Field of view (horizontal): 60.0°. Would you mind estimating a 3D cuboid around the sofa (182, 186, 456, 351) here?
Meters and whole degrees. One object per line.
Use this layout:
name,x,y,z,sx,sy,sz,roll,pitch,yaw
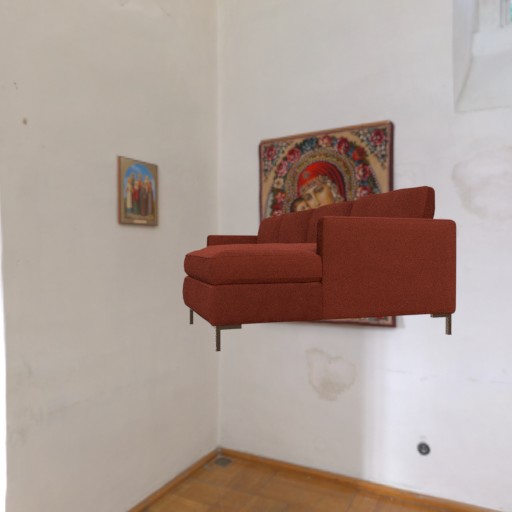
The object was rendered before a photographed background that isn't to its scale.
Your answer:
sofa,0.000,0.000,3.516,1.350,0.810,2.932,0,1,-17
